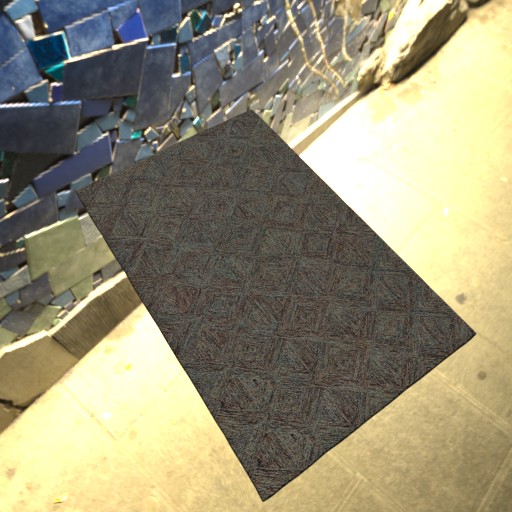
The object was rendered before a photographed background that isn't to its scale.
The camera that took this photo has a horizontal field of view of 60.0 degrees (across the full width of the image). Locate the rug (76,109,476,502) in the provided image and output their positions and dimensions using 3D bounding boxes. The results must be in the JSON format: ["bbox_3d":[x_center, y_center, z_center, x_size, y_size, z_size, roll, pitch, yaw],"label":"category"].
[{"bbox_3d":[0.000,0.000,2.147,1.143,0.014,1.761,-30,64,-17],"label":"rug"}]
